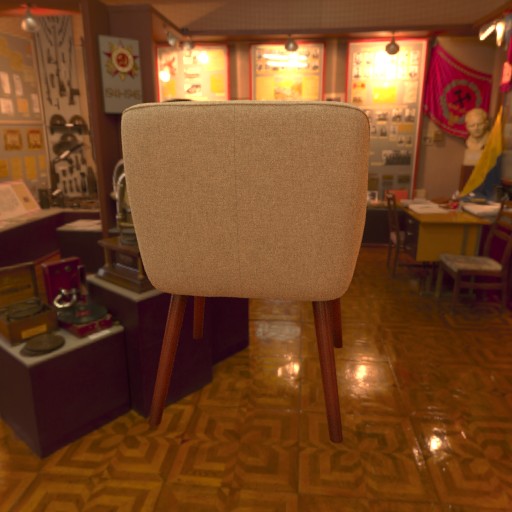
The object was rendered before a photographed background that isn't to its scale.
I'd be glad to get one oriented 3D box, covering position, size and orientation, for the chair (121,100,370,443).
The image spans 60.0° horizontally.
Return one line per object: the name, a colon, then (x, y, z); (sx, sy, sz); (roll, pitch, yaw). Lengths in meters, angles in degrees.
chair: (0.000, 0.000, 1.276); (0.610, 0.813, 0.610); (2, 16, 8)
